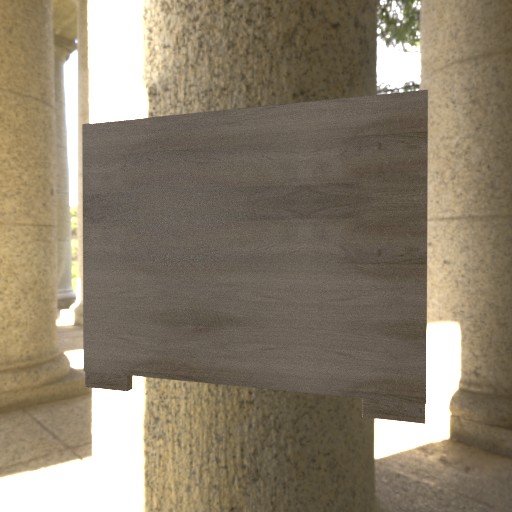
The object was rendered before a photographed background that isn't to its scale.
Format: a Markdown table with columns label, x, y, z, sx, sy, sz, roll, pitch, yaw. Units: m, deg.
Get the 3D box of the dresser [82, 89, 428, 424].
| label | x | y | z | sx | sy | sz | roll | pitch | yaw |
| --- | --- | --- | --- | --- | --- | --- | --- | --- | --- |
| dresser | 0.000 | 0.000 | 1.415 | 0.994 | 0.816 | 0.404 | 0 | 1 | 17 |
